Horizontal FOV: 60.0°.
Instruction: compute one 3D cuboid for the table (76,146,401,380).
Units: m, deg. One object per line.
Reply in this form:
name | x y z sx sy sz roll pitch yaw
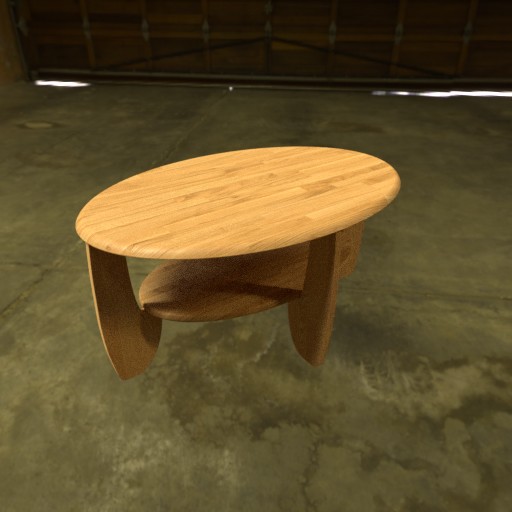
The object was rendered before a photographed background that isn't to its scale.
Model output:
table | 0.000 0.000 1.429 1.040 0.490 0.690 -21 35 -32
